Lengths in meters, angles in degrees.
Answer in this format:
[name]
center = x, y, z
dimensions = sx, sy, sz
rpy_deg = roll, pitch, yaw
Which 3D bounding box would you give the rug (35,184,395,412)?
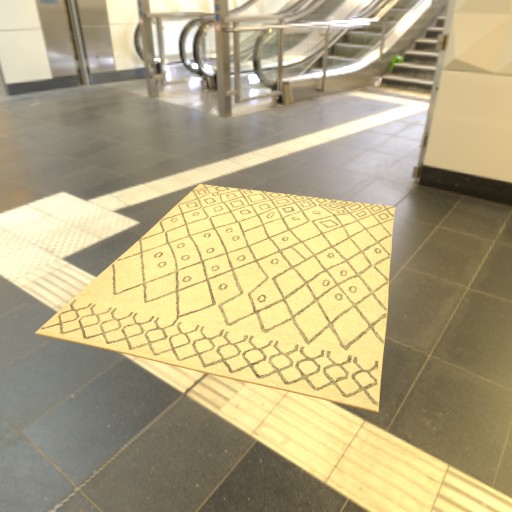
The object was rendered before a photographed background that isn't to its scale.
[rug]
center = 0.000, 0.000, 4.170
dimensions = 2.446, 0.015, 3.046
rpy_deg = 9, 32, 14
